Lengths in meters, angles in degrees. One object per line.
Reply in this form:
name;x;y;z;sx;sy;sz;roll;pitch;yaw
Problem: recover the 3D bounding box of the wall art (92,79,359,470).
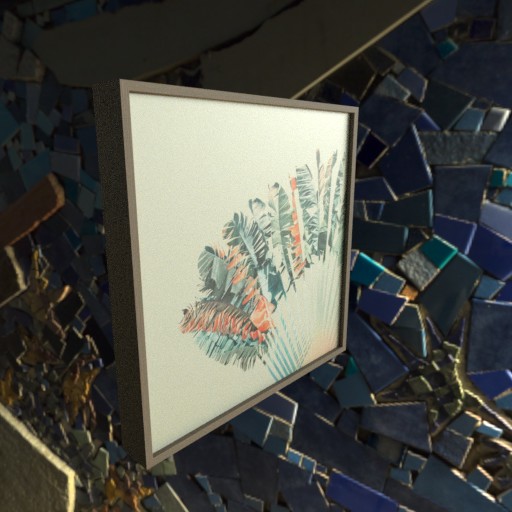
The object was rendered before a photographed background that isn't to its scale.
wall art;0.000;0.000;0.450;0.038;0.303;0.304;13;19;42
